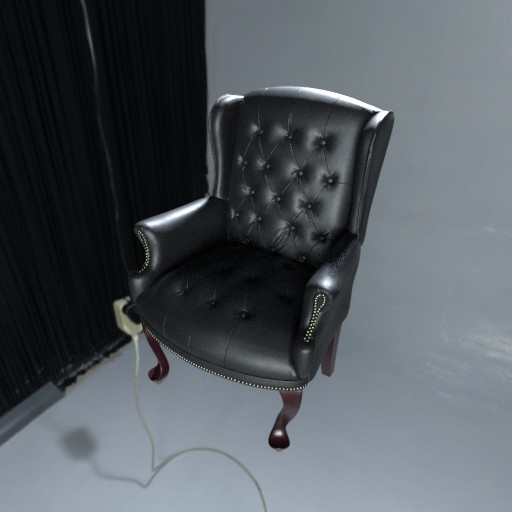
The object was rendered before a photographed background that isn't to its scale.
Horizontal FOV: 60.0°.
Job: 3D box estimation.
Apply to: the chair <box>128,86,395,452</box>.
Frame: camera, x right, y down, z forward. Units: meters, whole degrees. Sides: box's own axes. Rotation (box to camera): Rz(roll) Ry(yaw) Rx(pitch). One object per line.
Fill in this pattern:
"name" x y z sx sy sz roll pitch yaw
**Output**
"chair" 0.000 0.000 1.699 0.831 1.133 0.822 18 35 28
